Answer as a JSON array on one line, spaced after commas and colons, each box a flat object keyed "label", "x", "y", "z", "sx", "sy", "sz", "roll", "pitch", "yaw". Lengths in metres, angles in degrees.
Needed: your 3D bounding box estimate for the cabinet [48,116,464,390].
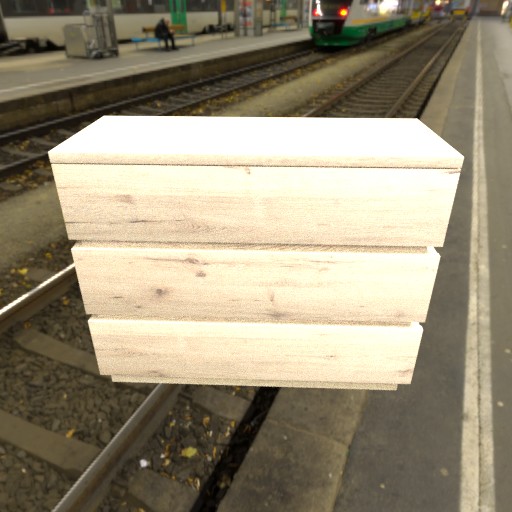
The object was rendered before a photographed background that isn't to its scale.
[{"label": "cabinet", "x": 0.000, "y": 0.000, "z": 1.491, "sx": 1.040, "sy": 0.820, "sz": 0.420, "roll": 1, "pitch": 30, "yaw": 2}]
